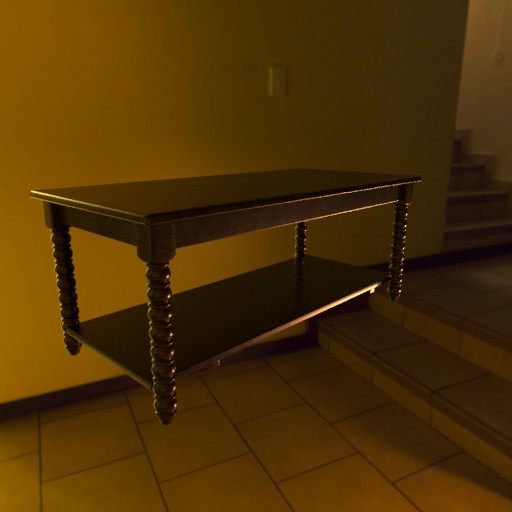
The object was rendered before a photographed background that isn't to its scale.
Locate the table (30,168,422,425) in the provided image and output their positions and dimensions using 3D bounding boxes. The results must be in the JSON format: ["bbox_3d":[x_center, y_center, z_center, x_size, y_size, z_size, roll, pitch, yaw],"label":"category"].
[{"bbox_3d":[0.000,0.000,1.470,0.580,0.487,1.171,14,21,42],"label":"table"}]
